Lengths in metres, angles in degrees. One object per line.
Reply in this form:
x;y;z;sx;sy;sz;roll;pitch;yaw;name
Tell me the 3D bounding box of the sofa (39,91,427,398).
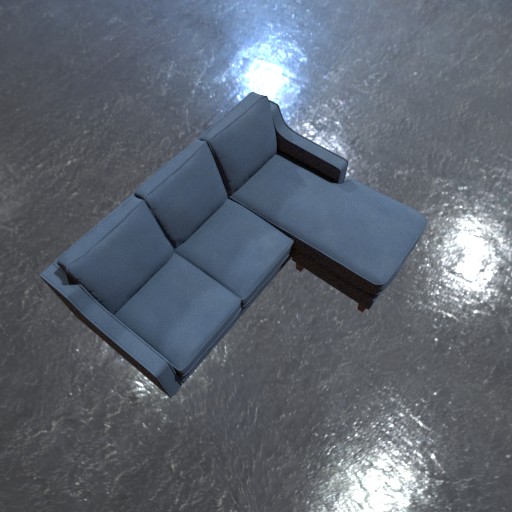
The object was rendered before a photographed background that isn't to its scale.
0.000;0.000;3.396;1.858;1.066;2.317;34;65;18;sofa
